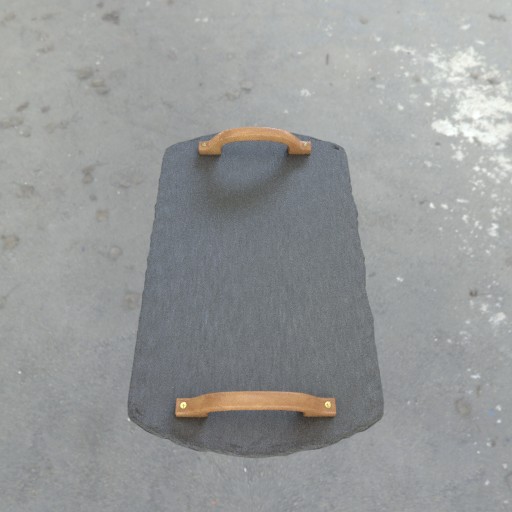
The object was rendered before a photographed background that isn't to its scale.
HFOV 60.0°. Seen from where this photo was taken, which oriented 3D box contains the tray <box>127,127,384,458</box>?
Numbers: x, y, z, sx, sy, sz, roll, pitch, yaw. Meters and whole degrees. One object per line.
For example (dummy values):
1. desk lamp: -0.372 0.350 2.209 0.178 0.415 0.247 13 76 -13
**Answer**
1. tray: 0.000 0.000 0.464 0.231 0.062 0.387 0 58 0
